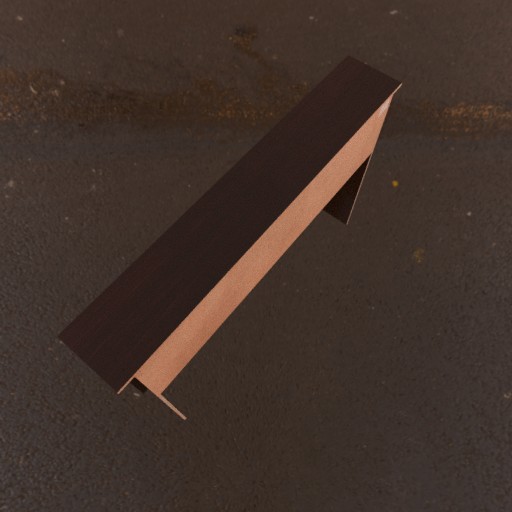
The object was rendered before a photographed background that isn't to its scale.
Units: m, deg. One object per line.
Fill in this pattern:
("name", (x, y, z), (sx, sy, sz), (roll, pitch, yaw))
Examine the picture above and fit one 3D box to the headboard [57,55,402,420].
("headboard", (0.000, 0.000, 2.148), (0.279, 1.092, 1.671), (36, 68, 17))
